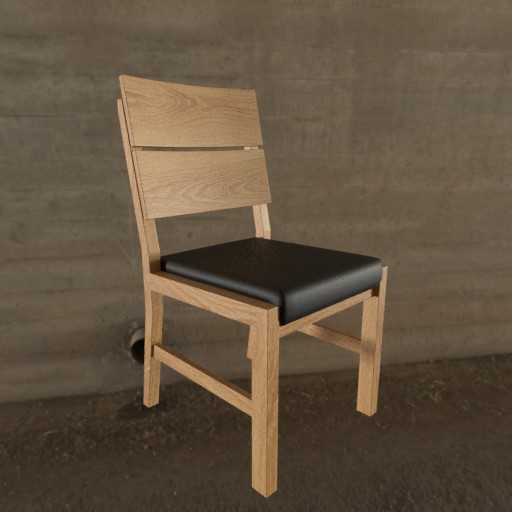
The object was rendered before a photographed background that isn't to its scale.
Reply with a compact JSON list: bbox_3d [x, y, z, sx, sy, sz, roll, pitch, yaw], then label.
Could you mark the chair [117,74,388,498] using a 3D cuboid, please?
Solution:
[{"bbox_3d":[0.000,0.000,1.239,0.475,0.950,0.569,-14,20,-43],"label":"chair"}]
